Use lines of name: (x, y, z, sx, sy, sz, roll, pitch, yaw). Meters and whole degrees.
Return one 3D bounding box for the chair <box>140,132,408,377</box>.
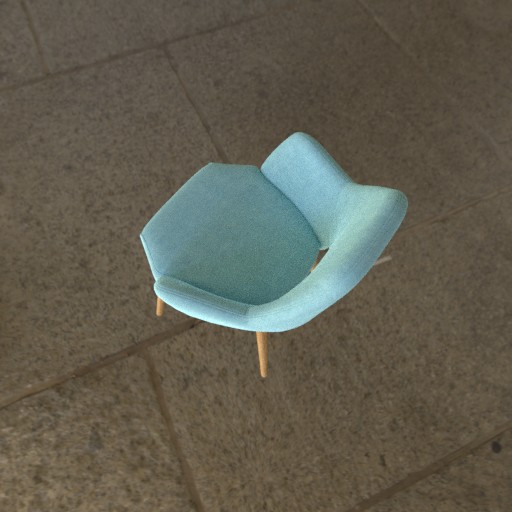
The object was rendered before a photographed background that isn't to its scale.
chair: (0.000, 0.000, 1.274, 0.610, 0.840, 0.590, 33, 68, 15)
